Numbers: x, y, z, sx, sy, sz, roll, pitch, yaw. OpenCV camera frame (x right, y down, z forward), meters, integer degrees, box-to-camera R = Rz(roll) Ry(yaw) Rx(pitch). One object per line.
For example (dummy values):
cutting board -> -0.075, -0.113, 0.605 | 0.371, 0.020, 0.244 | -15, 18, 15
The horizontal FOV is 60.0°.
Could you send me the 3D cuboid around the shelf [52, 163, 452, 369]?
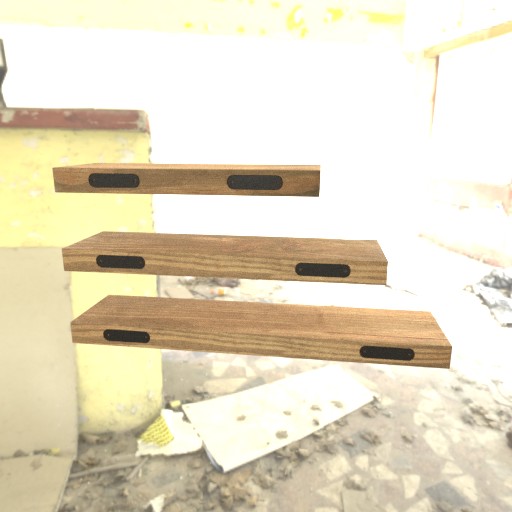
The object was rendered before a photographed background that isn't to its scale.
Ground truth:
shelf -> 0.000, 0.000, 0.738 | 0.610, 0.293, 0.140 | 2, 15, 8
